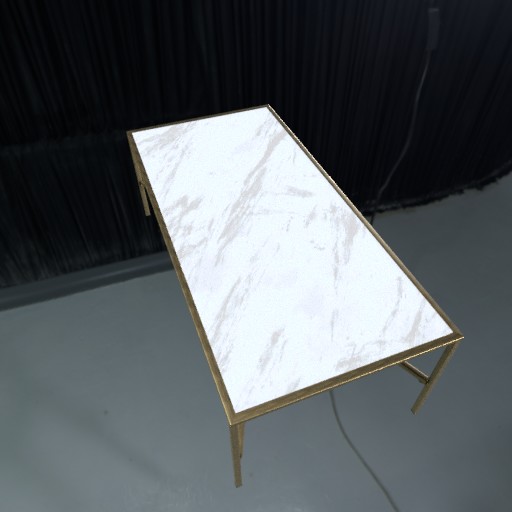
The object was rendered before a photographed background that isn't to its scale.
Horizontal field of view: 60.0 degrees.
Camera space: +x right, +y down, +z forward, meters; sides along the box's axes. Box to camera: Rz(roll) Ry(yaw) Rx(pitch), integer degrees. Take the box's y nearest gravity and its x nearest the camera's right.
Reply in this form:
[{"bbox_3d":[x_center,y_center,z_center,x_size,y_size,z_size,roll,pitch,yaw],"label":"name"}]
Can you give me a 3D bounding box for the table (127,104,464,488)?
[{"bbox_3d":[0.000,0.000,1.490,0.577,0.405,1.197,-16,48,-15],"label":"table"}]
